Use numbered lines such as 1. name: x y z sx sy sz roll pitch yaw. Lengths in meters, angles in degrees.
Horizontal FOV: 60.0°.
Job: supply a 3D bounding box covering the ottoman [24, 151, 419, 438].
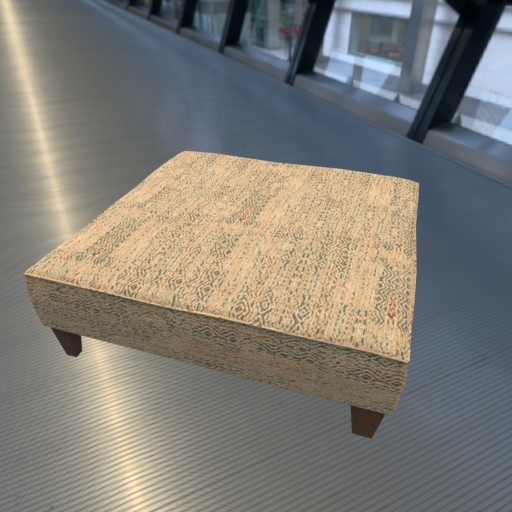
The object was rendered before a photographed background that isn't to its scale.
1. ottoman: 0.000 0.000 1.504 1.004 0.356 0.968 10 35 15
